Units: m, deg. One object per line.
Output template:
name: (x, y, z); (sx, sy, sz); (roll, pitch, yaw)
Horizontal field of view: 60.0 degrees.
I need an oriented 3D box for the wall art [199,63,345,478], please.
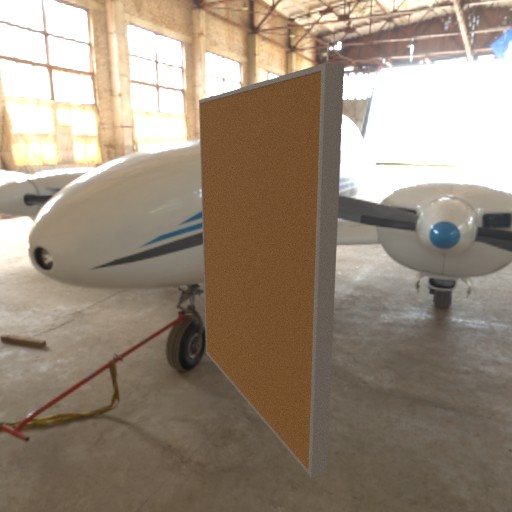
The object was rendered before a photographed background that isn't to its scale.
wall art: (0.000, 0.000, 1.065); (0.055, 0.763, 0.611); (-7, 15, -25)
